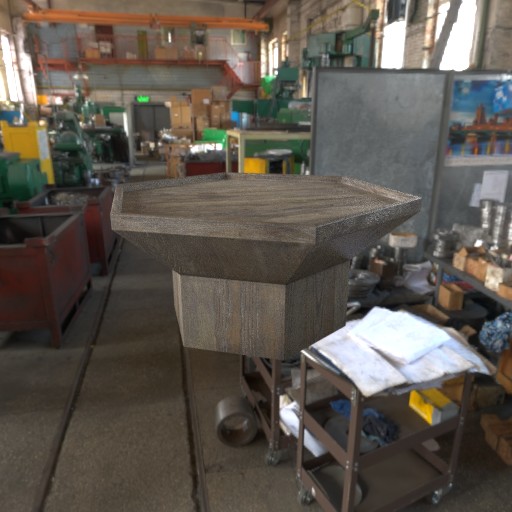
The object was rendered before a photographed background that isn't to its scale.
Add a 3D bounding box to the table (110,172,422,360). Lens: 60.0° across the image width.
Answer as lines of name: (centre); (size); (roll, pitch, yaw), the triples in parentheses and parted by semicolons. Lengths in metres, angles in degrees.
table: (0.000, 0.000, 1.649); (0.966, 0.488, 1.115); (17, 24, 42)
